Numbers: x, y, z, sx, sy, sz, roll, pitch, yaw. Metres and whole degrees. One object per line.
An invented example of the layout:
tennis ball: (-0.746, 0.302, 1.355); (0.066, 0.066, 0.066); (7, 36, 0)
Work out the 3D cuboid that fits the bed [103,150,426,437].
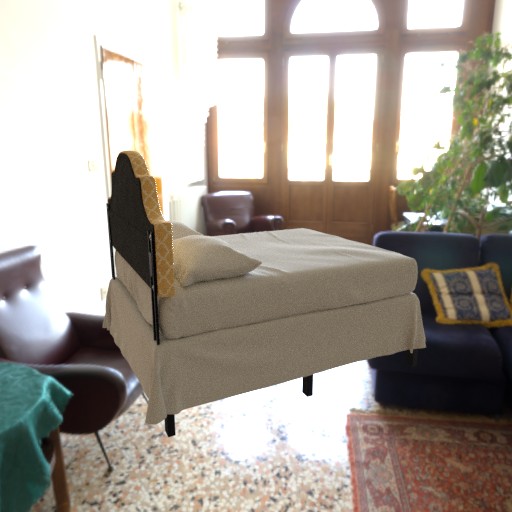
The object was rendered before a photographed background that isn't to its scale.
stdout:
bed: (0.000, 0.000, 3.519); (2.222, 1.633, 1.780); (-7, 15, -26)
